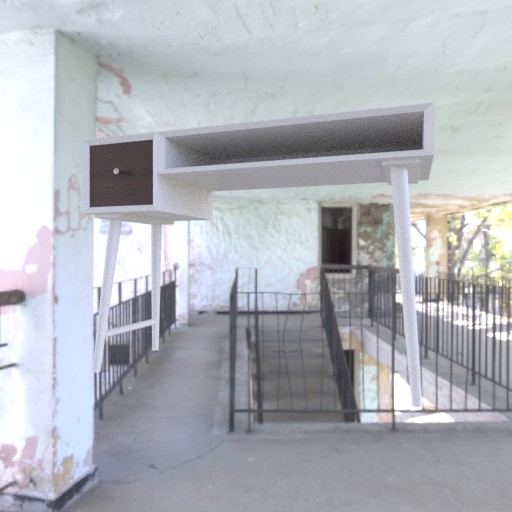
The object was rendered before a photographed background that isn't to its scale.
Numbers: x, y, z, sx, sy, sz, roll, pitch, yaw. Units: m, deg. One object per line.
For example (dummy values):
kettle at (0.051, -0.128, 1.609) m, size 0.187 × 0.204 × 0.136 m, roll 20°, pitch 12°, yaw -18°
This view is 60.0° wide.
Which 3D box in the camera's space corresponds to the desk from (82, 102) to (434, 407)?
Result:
desk at (0.000, 0.000, 1.455) m, size 1.069 × 0.761 × 0.409 m, roll 0°, pitch 0°, yaw 19°
